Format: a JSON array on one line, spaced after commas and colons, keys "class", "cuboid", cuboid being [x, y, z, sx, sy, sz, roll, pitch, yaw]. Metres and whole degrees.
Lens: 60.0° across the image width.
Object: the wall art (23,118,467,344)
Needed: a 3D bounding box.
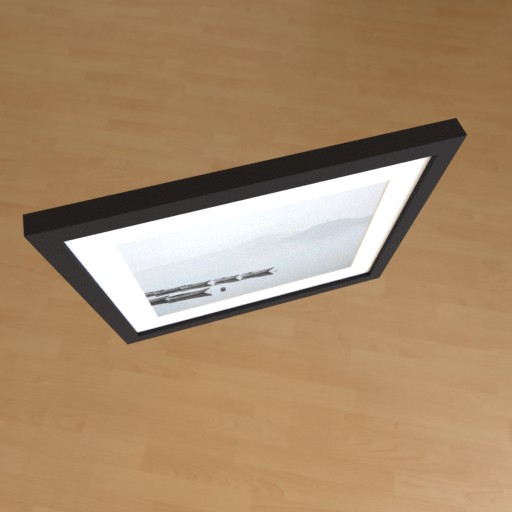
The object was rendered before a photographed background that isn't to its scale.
[{"class": "wall art", "cuboid": [0.000, 0.000, 0.745, 0.554, 0.454, 0.030, -14, 64, -7]}]
